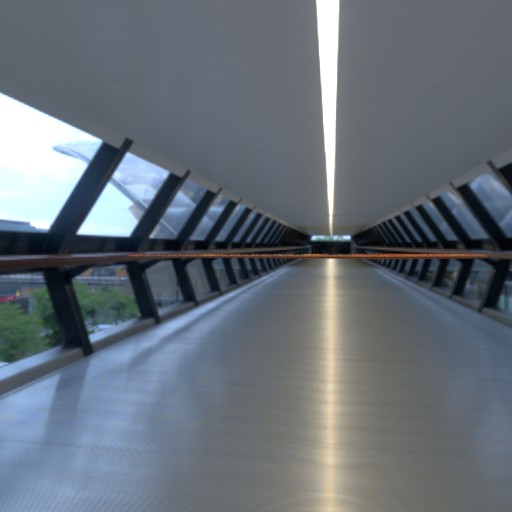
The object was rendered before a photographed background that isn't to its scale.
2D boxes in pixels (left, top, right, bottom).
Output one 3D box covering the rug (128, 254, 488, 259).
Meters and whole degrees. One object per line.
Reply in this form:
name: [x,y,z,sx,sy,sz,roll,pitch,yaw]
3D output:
rug: [0.000,0.000,2.497,0.651,0.016,2.274,0,0,-36]
